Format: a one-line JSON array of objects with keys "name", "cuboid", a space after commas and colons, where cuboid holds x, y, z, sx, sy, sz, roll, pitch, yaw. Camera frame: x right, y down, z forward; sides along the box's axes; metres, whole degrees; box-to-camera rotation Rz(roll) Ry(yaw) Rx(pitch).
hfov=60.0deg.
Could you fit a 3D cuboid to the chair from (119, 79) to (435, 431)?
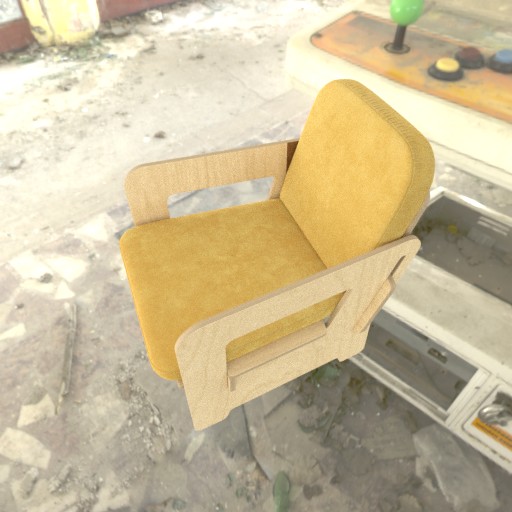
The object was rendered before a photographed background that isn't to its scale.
[{"name": "chair", "cuboid": [0.000, 0.000, 1.256, 0.710, 0.800, 0.590, -16, 50, -15]}]
